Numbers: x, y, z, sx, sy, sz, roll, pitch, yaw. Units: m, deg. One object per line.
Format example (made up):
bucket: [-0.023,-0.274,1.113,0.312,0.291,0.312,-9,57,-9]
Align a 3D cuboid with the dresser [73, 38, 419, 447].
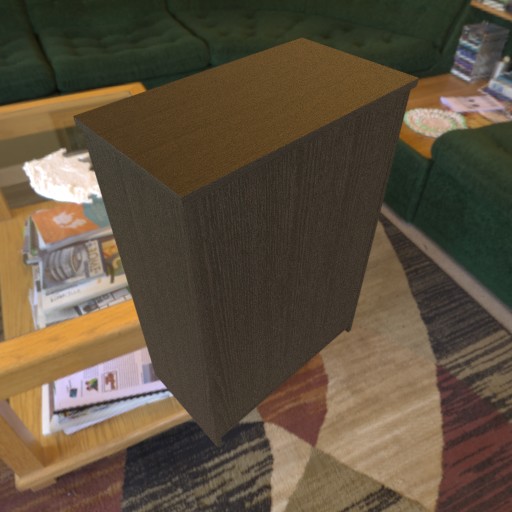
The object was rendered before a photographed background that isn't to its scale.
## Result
dresser: [0.000,0.000,1.359,0.704,1.020,0.399,-33,53,-29]
